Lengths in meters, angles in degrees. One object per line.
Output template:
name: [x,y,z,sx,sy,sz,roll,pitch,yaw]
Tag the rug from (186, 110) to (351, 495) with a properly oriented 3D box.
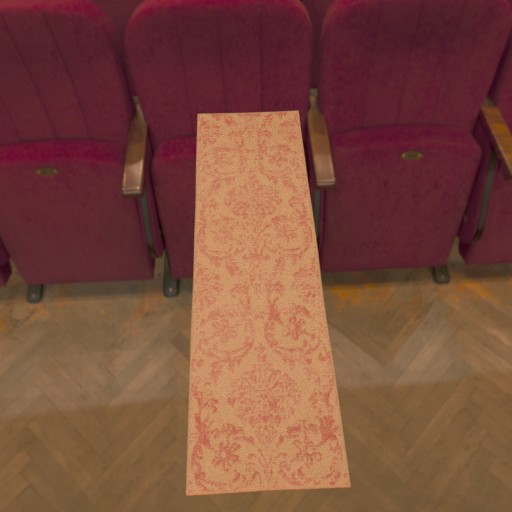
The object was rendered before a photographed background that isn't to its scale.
rug: [0.000,0.000,2.335,0.662,0.011,2.196,-2,59,-1]
